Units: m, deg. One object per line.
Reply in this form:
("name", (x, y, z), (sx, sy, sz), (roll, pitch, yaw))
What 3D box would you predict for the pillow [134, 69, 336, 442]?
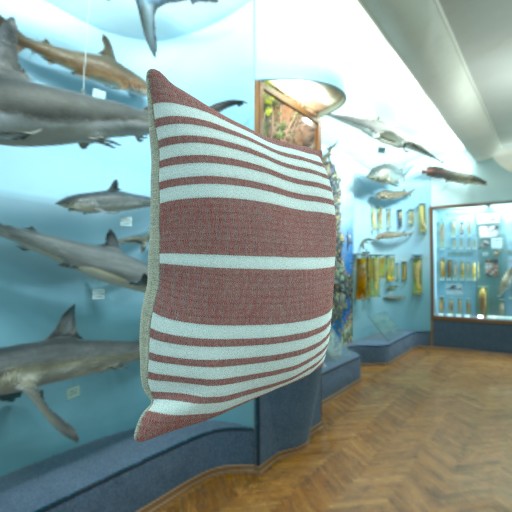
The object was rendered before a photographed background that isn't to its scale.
("pillow", (0.000, 0.000, 0.672), (0.182, 0.427, 0.439), (-1, -1, 36))
